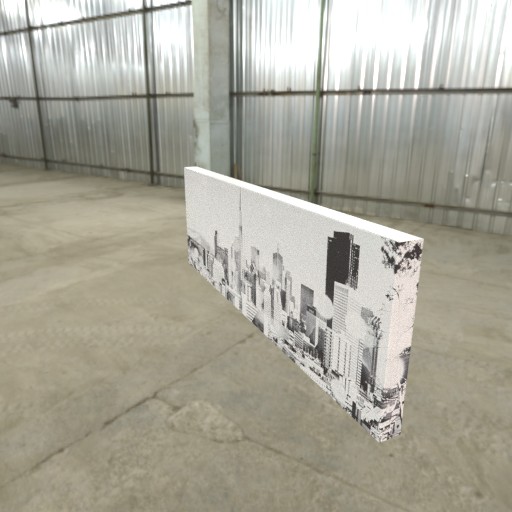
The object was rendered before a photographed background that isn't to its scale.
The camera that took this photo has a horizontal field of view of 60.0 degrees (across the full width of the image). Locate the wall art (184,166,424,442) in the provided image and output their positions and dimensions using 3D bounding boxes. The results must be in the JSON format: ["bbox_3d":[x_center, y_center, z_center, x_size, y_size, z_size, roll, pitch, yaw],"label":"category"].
[{"bbox_3d":[0.000,0.000,0.841,0.036,0.256,0.766,-8,20,-24],"label":"wall art"}]
